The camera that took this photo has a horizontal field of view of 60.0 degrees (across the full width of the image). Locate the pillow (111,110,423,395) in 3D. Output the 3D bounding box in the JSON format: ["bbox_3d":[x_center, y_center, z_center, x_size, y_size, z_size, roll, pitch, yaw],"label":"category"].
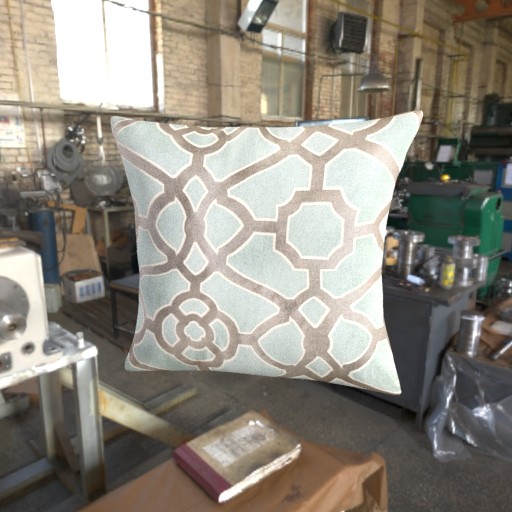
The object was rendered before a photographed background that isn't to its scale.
[{"bbox_3d":[0.000,0.000,0.824,0.552,0.508,0.166,2,13,10],"label":"pillow"}]
